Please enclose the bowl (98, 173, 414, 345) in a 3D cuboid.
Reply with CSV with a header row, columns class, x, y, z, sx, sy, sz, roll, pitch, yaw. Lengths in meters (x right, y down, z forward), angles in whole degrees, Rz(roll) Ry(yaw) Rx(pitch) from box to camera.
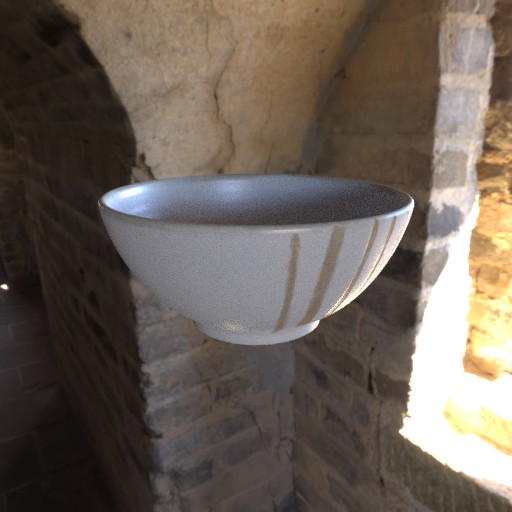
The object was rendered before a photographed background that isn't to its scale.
class,x,y,z,sx,sy,sz,roll,pitch,yaw
bowl,0.000,0.000,0.414,0.268,0.121,0.268,0,17,0
